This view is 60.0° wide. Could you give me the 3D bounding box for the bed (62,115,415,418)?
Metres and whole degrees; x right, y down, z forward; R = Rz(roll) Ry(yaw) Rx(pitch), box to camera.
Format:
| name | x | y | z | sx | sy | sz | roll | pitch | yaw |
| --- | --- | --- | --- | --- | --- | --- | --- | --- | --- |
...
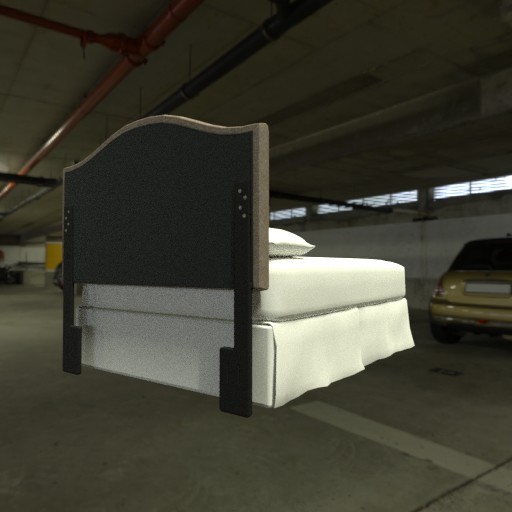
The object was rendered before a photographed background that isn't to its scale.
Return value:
| name | x | y | z | sx | sy | sz | roll | pitch | yaw |
| --- | --- | --- | --- | --- | --- | --- | --- | --- | --- |
| bed | 0.000 | 0.000 | 3.313 | 1.713 | 1.518 | 2.153 | -1 | -2 | 36 |
